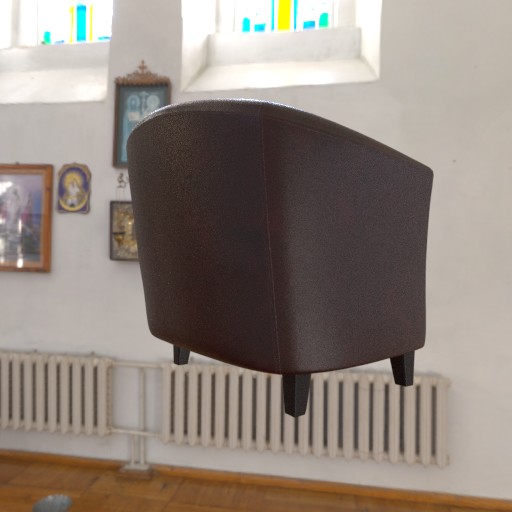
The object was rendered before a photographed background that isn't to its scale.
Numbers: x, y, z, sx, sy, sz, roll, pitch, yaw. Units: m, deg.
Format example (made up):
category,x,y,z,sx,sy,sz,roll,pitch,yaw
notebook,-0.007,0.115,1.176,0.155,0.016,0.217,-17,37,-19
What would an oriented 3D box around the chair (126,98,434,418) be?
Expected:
category,x,y,z,sx,sy,sz,roll,pitch,yaw
chair,0.000,0.000,1.369,0.727,0.756,0.792,0,0,-36
